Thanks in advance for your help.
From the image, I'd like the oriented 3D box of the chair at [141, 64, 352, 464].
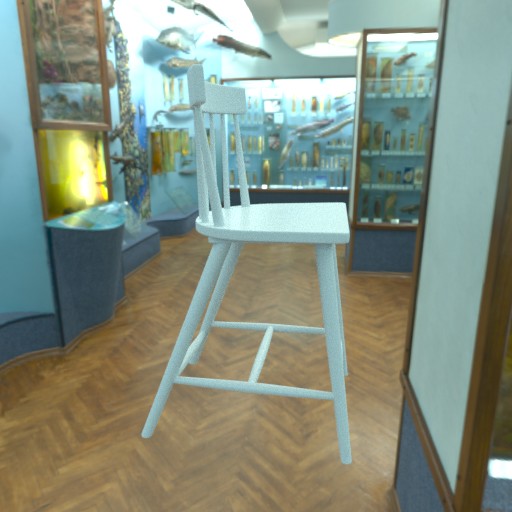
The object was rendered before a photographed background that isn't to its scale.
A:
[{"bbox_3d":[0.000,0.000,1.264,0.572,0.952,0.483,3,15,10],"label":"chair"}]
